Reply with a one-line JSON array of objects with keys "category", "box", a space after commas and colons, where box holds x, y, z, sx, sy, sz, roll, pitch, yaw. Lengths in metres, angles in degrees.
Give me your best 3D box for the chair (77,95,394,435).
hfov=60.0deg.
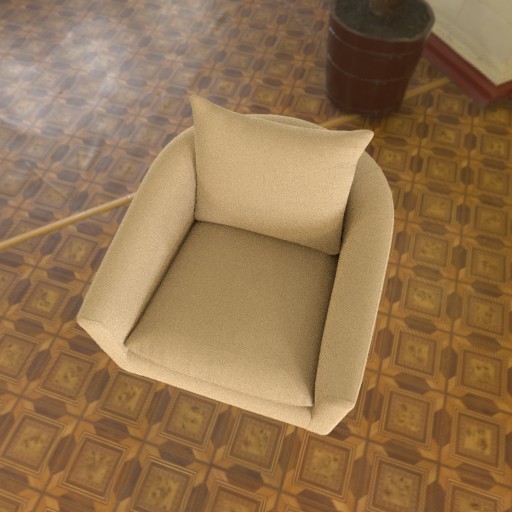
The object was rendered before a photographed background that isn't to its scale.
[{"category": "chair", "box": [0.000, 0.000, 1.571, 0.845, 0.848, 0.910, 15, 60, 9]}]
